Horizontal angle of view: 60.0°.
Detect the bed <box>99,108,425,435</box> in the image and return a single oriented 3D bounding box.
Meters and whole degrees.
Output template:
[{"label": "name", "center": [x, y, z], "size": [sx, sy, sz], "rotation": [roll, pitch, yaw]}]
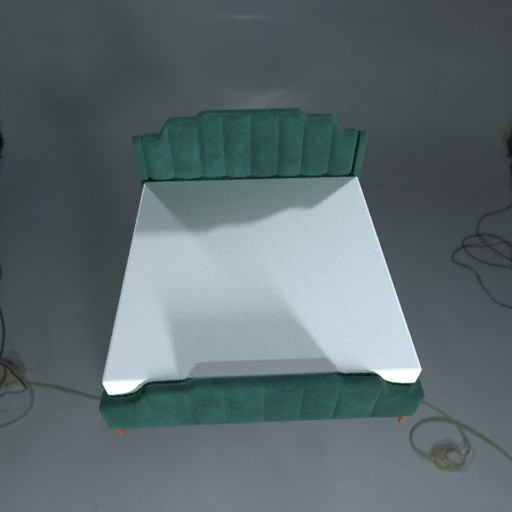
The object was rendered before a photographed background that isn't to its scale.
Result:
[{"label": "bed", "center": [0.000, 0.000, 3.456], "size": [2.074, 1.245, 2.340], "rotation": [-2, 46, -2]}]
